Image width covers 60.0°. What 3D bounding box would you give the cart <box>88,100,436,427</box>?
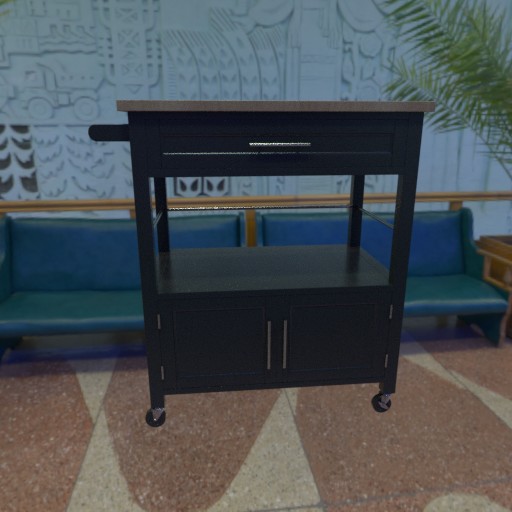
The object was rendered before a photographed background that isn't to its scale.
[{"bbox_3d":[0.000,0.000,1.389,0.840,0.901,0.459,-2,17,-6],"label":"cart"}]
